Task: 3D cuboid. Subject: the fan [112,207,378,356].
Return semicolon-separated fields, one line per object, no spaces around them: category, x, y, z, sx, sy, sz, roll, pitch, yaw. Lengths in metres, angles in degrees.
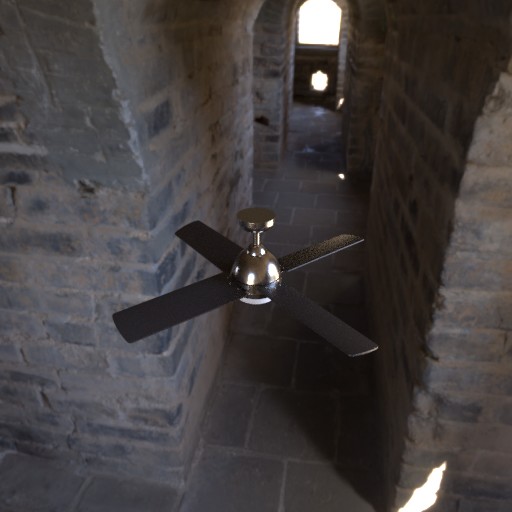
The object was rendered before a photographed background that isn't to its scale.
fan;0.000;0.000;2.005;1.332;0.403;1.332;-20;35;-32
